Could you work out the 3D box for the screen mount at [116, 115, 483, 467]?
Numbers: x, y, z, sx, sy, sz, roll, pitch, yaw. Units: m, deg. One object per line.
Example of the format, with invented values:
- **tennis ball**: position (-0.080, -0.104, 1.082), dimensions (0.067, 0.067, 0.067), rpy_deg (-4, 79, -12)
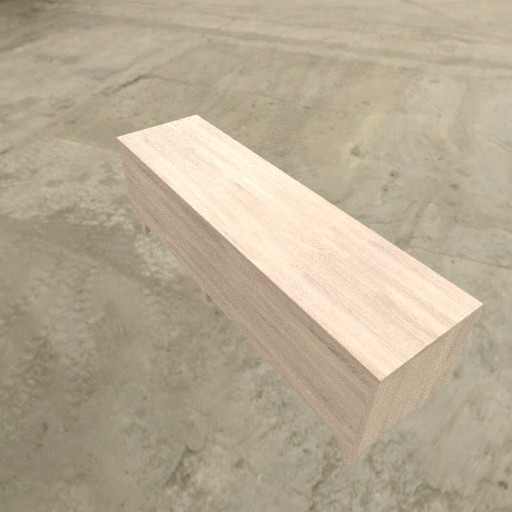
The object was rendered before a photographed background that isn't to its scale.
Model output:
- **screen mount**: position (0.000, 0.000, 1.710), dimensions (0.400, 0.510, 1.500), rpy_deg (-25, 47, -26)
